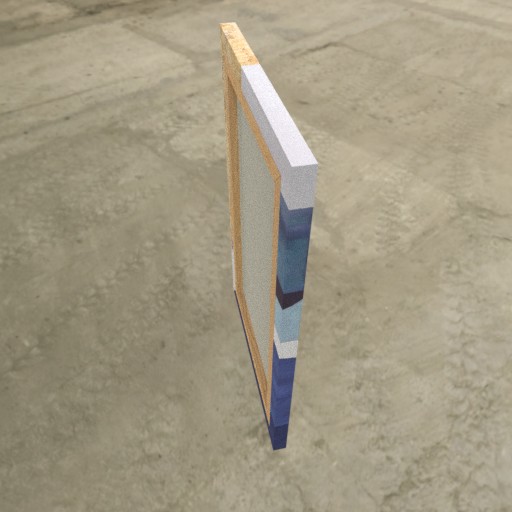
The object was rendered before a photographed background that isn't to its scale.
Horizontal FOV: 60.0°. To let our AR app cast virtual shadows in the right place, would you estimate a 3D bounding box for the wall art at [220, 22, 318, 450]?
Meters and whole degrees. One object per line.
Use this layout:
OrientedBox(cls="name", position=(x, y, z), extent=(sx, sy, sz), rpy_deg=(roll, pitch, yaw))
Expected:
OrientedBox(cls="wall art", position=(0.000, 0.000, 1.119), extent=(0.039, 0.911, 0.607), rpy_deg=(-9, 45, -9))
